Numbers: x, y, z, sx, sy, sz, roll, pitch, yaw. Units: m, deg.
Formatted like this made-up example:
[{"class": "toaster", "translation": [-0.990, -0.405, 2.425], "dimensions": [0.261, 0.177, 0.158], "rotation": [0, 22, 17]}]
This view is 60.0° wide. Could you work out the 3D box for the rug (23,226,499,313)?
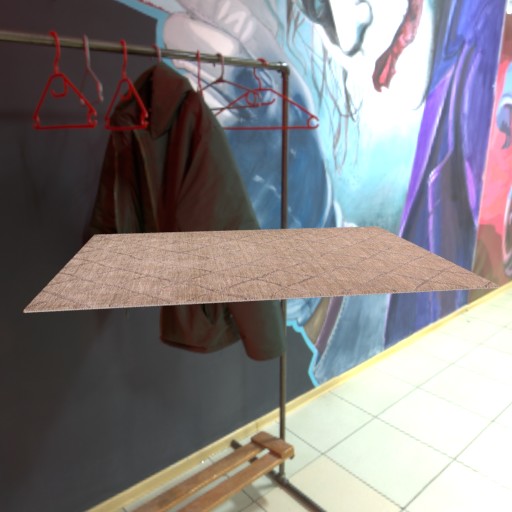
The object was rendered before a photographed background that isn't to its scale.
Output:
[{"class": "rug", "translation": [0.000, 0.000, 2.823], "dimensions": [2.280, 0.015, 1.521], "rotation": [-2, 16, -8]}]
